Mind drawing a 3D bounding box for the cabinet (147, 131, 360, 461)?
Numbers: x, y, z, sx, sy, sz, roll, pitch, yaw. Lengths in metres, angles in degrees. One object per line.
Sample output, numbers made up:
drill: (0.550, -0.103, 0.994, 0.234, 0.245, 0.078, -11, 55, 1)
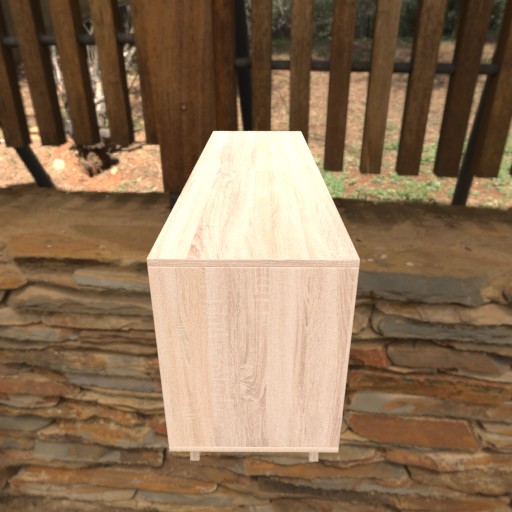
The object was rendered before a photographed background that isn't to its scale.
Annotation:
cabinet: (0.000, 0.000, 1.948, 0.500, 0.780, 1.650, 0, 26, 0)
